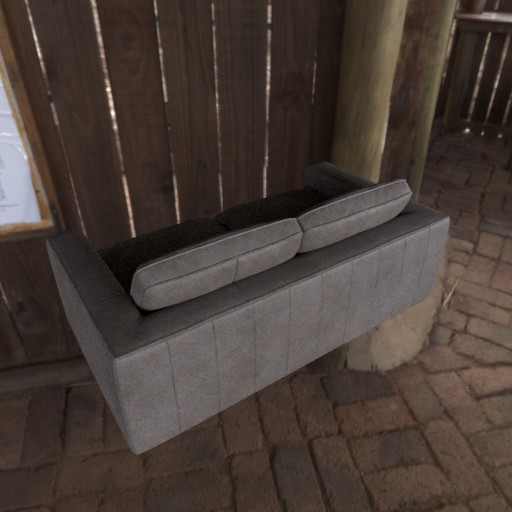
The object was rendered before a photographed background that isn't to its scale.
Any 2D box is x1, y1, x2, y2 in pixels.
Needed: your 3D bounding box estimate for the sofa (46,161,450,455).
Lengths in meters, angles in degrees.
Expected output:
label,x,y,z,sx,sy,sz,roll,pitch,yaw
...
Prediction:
label,x,y,z,sx,sy,sz,roll,pitch,yaw
sofa,0.000,0.000,2.431,1.920,0.800,1.070,-20,38,-28
